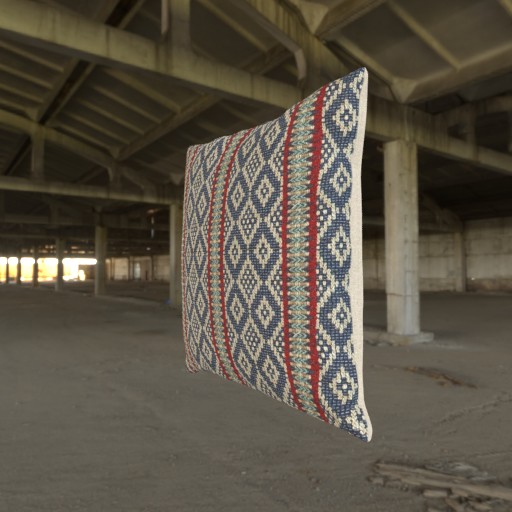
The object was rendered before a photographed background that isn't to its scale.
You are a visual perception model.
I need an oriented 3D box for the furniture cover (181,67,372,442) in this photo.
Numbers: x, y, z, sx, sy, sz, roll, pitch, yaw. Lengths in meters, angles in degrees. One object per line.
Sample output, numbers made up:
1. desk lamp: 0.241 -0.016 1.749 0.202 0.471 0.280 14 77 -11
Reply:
1. furniture cover: 0.000 0.000 0.679 0.139 0.431 0.431 1 -2 -36
